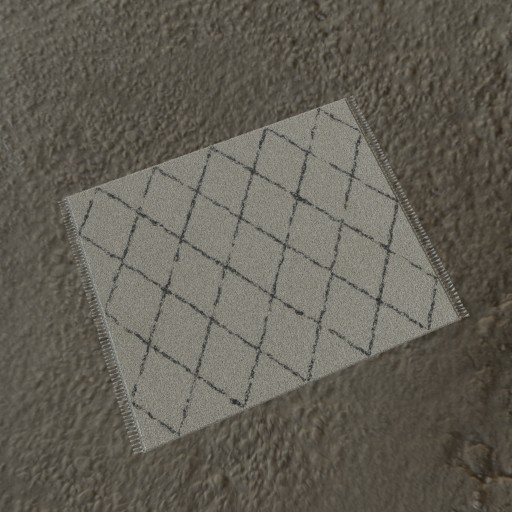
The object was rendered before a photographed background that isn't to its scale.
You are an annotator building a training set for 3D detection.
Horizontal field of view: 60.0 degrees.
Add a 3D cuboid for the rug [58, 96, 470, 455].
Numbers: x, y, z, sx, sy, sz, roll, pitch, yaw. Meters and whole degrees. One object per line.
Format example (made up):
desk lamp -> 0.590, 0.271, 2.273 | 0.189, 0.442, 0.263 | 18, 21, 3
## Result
rug -> 0.000, 0.000, 3.994 | 3.051, 0.013, 2.380 | -21, 76, -6
